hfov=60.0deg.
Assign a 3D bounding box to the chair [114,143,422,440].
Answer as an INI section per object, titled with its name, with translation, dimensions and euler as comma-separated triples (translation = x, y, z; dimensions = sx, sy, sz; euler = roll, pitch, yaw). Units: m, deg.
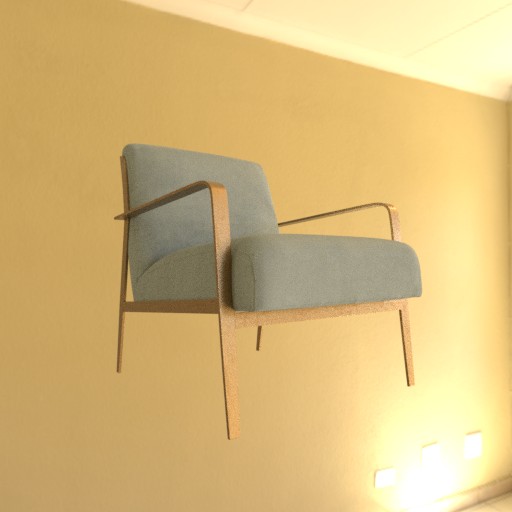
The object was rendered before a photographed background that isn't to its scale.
[chair]
translation = 0.000, 0.000, 1.450
dimensions = 0.701, 0.824, 0.842
euler = 0, -1, -37
